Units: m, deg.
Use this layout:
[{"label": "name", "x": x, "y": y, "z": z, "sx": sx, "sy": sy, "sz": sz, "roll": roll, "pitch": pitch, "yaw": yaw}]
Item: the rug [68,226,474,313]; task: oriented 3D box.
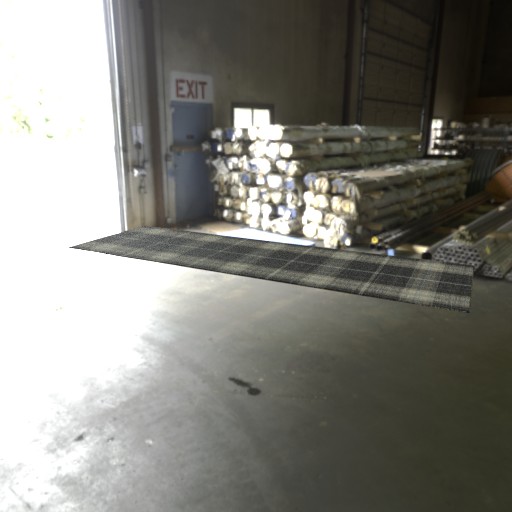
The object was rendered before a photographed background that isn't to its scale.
[{"label": "rug", "x": 0.000, "y": 0.000, "z": 2.750, "sx": 2.434, "sy": 0.012, "sz": 0.760, "roll": 8, "pitch": 18, "yaw": 26}]
